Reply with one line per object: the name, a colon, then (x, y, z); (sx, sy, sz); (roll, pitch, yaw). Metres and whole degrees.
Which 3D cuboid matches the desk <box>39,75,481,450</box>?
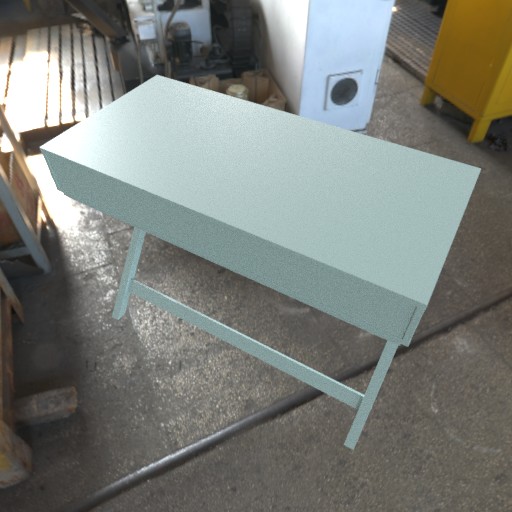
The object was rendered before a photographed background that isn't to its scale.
desk: (0.000, 0.000, 1.461); (1.057, 0.780, 0.525); (23, 51, 20)
